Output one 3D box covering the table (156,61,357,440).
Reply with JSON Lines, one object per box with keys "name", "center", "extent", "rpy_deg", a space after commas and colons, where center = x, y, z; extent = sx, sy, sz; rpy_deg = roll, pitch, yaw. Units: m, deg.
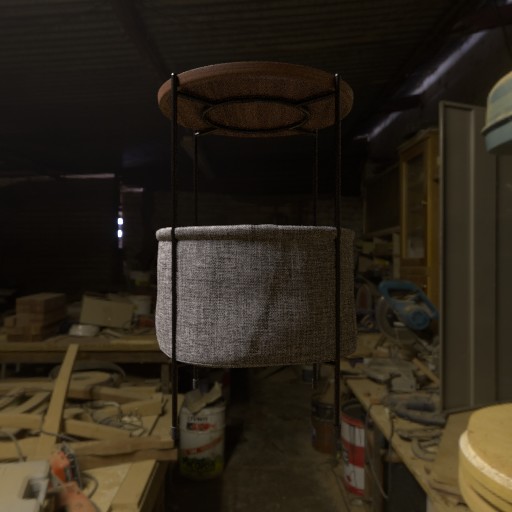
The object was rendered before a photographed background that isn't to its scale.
{"name": "table", "center": [0.000, 0.000, 0.899], "extent": [0.400, 0.623, 0.400], "rpy_deg": [0, 1, 0]}
